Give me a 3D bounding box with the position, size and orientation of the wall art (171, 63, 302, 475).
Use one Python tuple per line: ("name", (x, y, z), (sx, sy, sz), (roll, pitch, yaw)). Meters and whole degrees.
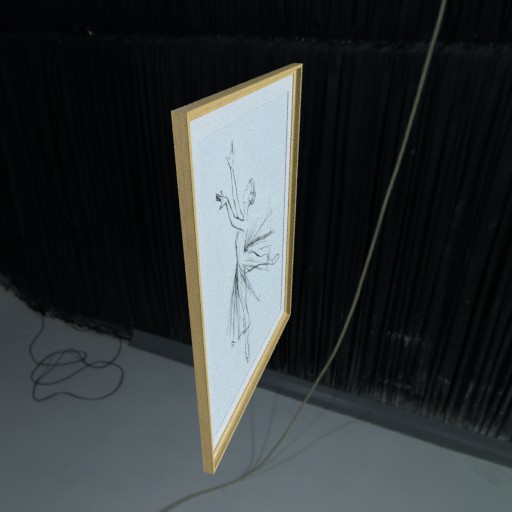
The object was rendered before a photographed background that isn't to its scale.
("wall art", (0.000, 0.000, 1.347), (0.030, 1.002, 0.798), (10, 31, 17))
